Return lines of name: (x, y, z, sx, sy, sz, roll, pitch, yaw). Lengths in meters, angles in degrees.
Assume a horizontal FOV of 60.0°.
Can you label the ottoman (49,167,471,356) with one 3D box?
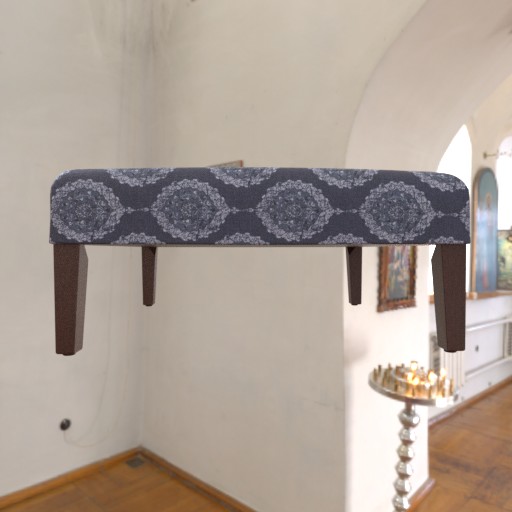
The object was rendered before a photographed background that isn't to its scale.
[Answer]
ottoman: (0.000, 0.000, 1.365, 0.890, 0.409, 0.889, 0, 1, -2)
